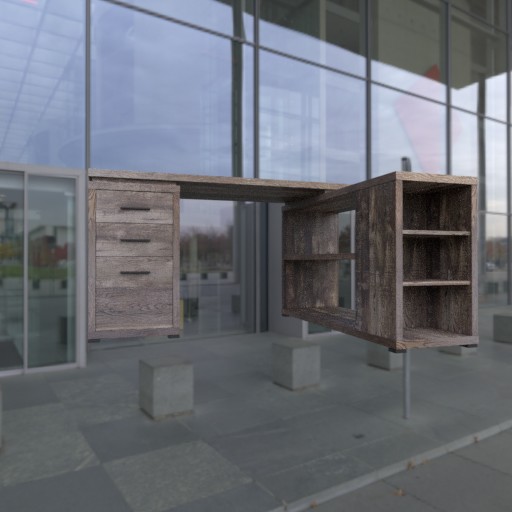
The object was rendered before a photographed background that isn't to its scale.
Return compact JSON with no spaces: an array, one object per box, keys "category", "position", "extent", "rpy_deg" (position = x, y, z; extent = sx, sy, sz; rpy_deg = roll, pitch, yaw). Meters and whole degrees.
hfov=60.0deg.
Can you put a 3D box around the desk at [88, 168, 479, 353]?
[{"category":"desk","position":[0.000,0.000,2.149],"extent":[1.524,0.753,1.200],"rpy_deg":[0,0,-18]}]
